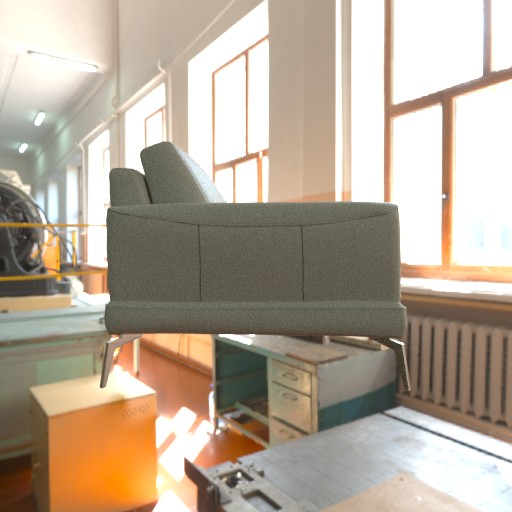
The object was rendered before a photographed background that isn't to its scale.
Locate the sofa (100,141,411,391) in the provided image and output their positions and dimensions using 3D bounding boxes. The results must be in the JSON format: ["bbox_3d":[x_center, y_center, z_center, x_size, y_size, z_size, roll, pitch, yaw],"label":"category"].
[{"bbox_3d":[0.000,0.000,2.439,1.121,0.930,1.819,0,1,1],"label":"sofa"}]
